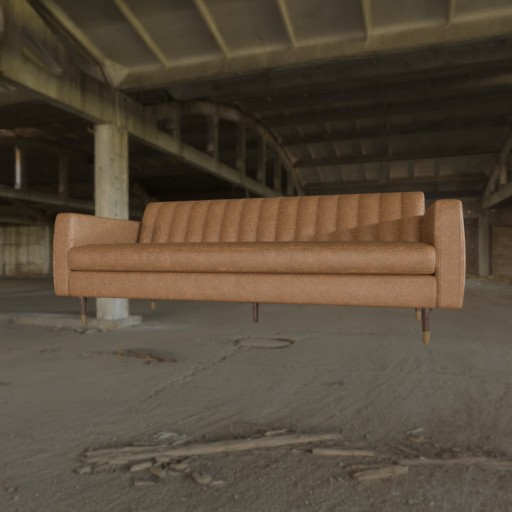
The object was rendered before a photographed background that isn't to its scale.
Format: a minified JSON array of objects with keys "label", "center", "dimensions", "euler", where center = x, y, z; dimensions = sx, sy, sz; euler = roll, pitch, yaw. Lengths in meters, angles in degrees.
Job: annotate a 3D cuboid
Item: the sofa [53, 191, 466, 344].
[{"label":"sofa","center":[0.000,0.000,2.737],"dimensions":[2.291,0.821,0.990],"euler":[0,0,18]}]
